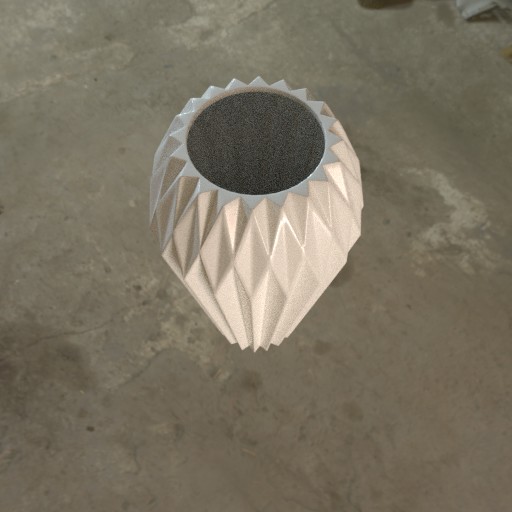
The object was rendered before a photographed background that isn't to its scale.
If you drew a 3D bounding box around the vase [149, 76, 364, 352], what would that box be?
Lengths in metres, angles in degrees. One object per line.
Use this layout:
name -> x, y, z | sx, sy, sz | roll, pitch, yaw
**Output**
vase -> 0.000, 0.000, 0.340 | 0.133, 0.263, 0.133 | 0, 63, 0
